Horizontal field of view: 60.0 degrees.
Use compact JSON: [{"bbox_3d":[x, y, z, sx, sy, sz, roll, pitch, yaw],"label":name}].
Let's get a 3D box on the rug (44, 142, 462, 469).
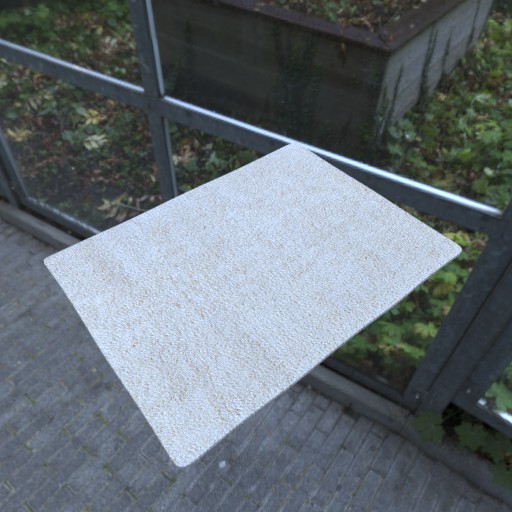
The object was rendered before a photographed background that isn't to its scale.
[{"bbox_3d":[0.000,0.000,2.102,1.600,0.027,1.200,-30,54,-25],"label":"rug"}]
